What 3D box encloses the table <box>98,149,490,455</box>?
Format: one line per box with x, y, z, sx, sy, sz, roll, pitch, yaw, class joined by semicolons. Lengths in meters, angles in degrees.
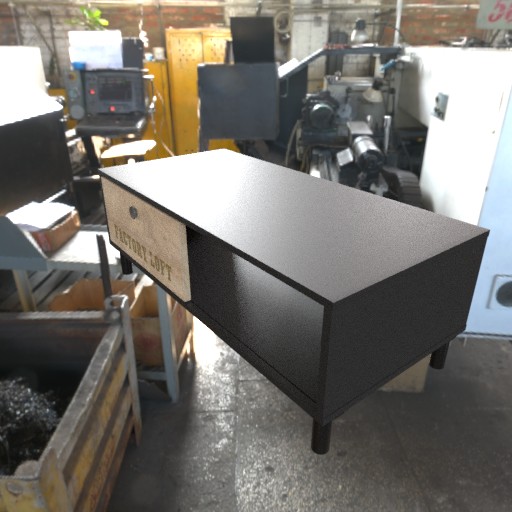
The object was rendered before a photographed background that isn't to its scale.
0.000;0.000;1.363;0.550;0.400;1.100;-19;31;-33;table
